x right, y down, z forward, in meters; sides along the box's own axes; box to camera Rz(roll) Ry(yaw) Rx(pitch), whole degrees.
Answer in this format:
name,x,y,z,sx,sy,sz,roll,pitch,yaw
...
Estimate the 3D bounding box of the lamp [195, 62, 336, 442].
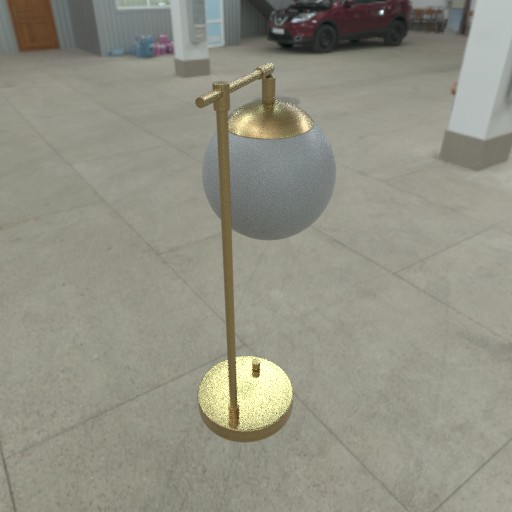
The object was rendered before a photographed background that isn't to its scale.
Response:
name,x,y,z,sx,sy,sz,roll,pitch,yaw
lamp,0.000,0.000,0.704,0.207,0.559,0.324,11,33,17
